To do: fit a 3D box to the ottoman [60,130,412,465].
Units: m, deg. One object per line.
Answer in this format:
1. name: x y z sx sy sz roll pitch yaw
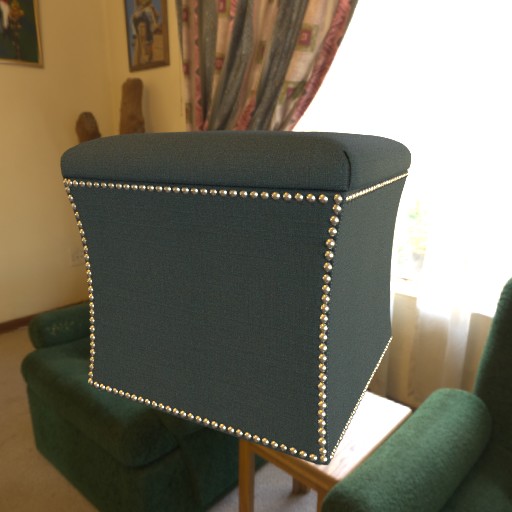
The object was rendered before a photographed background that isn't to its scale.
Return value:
1. ottoman: 0.000 0.000 0.872 0.507 0.475 0.497 8 17 26
